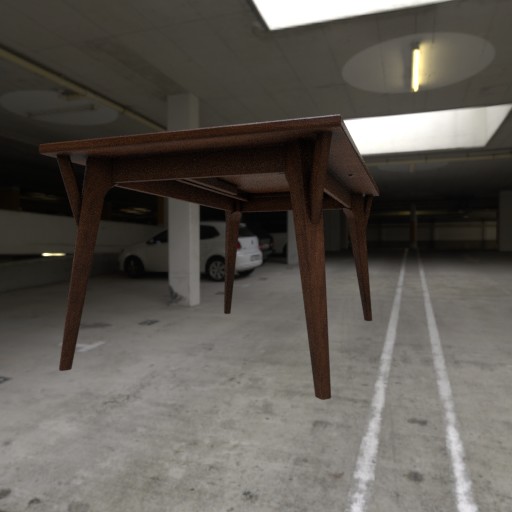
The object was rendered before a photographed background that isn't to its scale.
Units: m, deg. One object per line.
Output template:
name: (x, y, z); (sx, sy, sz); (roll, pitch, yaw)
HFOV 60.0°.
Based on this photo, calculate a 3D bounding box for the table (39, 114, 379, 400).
table: (0.000, 0.000, 2.026); (0.990, 0.761, 1.524); (0, 1, 19)
